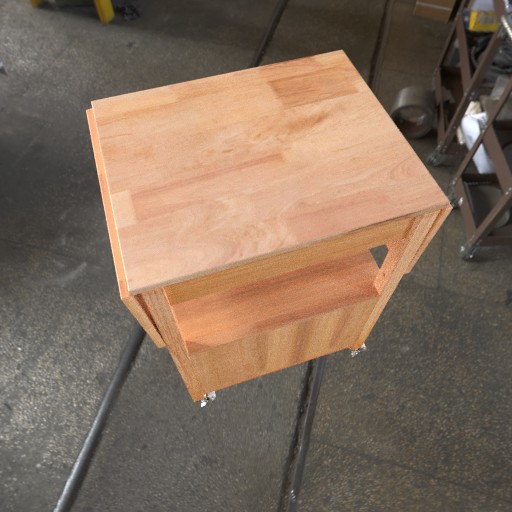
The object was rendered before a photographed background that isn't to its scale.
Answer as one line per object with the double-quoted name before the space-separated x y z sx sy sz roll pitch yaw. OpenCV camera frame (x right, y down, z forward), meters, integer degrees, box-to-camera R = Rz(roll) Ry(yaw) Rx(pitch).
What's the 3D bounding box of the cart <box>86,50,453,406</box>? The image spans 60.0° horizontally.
"cart" 0.000 0.000 1.263 0.640 0.838 0.508 -16 60 -9
